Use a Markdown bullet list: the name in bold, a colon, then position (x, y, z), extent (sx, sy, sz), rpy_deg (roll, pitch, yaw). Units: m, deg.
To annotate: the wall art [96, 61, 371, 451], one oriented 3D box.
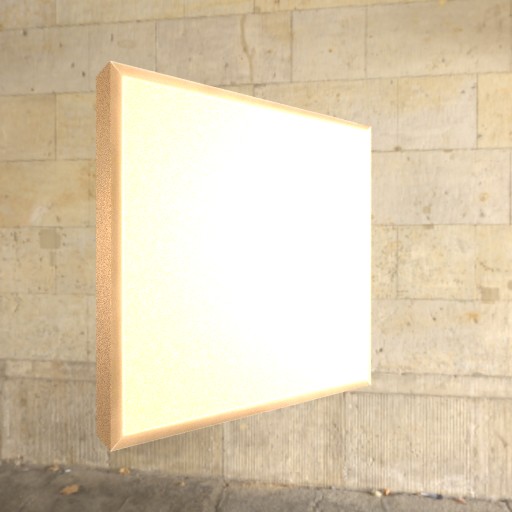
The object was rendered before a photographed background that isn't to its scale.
- **wall art**: position (0.000, 0.000, 0.448), extent (0.305, 0.303, 0.038), rpy_deg (0, 0, -35)
